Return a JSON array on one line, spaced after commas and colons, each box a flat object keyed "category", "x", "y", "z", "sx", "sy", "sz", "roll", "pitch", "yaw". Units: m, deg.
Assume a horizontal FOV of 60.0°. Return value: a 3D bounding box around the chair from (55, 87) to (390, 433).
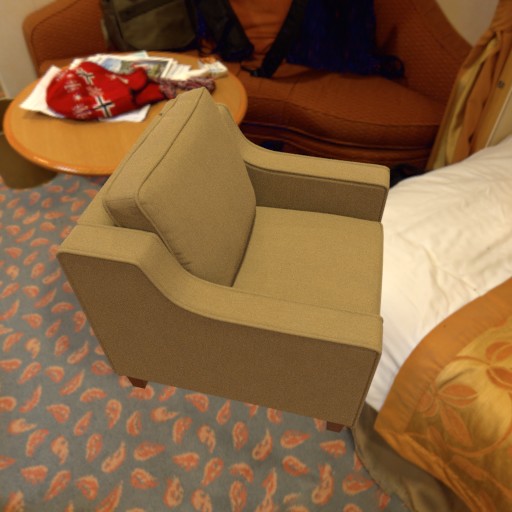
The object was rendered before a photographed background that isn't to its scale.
[{"category": "chair", "x": 0.000, "y": 0.000, "z": 1.618, "sx": 0.909, "sy": 0.960, "sz": 0.831, "roll": 10, "pitch": 48, "yaw": 9}]
